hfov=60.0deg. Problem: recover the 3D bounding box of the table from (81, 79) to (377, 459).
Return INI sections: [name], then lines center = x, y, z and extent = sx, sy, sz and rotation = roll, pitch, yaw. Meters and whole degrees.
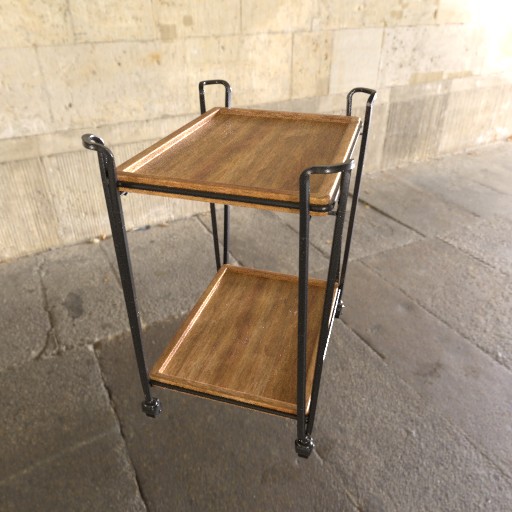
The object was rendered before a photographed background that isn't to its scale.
[table]
center = 0.000, 0.000, 1.212
extent = 0.505, 0.785, 0.672
rotation = 9, 32, 14
